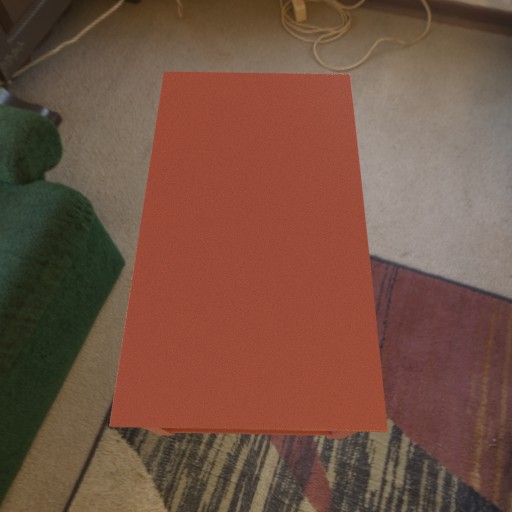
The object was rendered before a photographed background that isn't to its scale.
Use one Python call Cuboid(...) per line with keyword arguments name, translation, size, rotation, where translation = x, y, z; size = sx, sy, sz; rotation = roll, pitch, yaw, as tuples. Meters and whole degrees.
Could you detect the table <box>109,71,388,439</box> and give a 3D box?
Cuboid(name="table", translation=(0.000, 0.000, 1.407), size=(0.612, 0.493, 1.068), rotation=(1, 64, 0))
